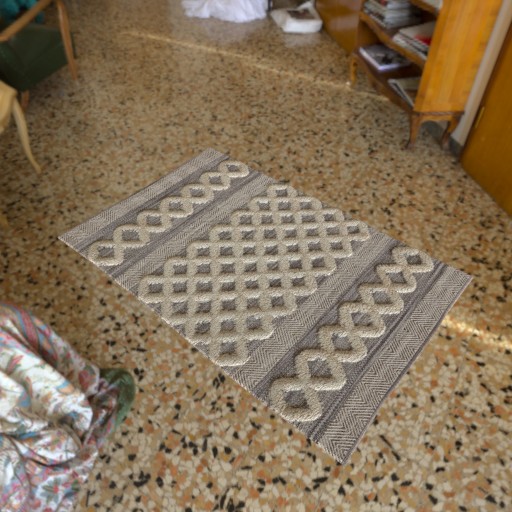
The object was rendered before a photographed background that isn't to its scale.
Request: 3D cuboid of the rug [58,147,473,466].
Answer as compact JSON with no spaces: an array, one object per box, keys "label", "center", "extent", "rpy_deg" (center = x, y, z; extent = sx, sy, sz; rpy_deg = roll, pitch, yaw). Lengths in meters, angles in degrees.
[{"label":"rug","center":[0.000,0.000,2.926],"extent":[2.333,0.033,1.513],"rpy_deg":[31,53,27]}]
